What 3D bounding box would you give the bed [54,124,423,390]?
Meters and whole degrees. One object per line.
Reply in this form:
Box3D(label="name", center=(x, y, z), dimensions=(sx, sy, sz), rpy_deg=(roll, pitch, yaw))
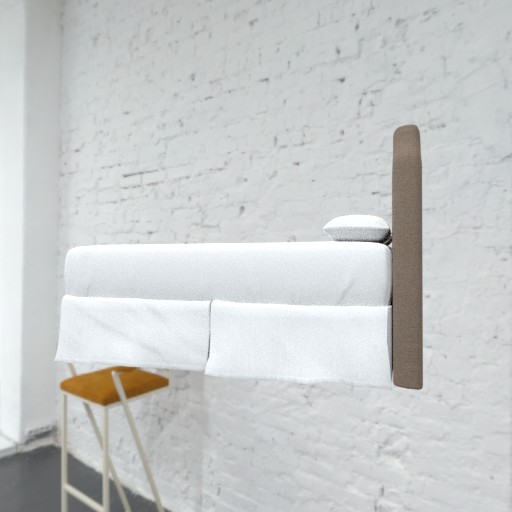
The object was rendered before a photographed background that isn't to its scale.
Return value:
Box3D(label="bed", center=(0.000, 0.000, 3.100), dimensions=(2.116, 1.290, 1.693), rpy_deg=(0, -1, 18))
